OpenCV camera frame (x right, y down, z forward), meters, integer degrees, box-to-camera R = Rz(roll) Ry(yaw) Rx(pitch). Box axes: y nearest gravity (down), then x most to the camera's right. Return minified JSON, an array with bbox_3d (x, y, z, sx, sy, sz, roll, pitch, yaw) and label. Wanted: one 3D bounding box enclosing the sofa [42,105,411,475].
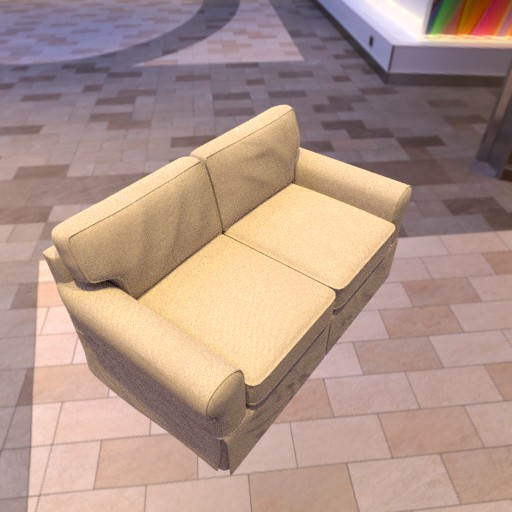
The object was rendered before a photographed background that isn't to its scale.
[{"bbox_3d":[0.000,0.000,2.304,0.991,0.940,1.727,27,48,27],"label":"sofa"}]
